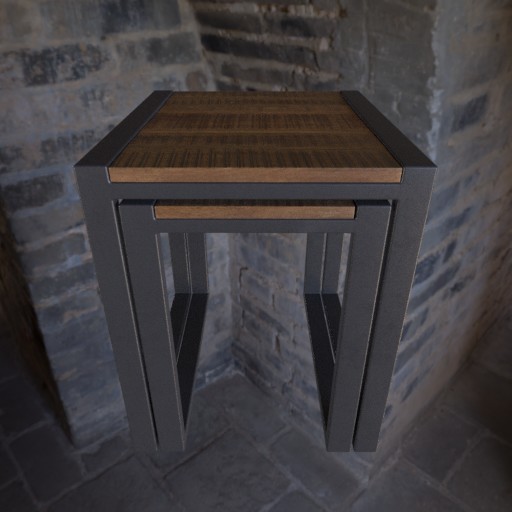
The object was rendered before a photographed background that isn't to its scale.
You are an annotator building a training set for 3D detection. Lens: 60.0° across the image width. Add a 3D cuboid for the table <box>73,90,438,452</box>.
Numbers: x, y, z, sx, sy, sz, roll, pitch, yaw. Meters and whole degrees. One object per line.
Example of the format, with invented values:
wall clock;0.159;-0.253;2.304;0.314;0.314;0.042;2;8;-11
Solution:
table;0.000;0.000;0.896;0.449;0.550;0.500;0;31;0
